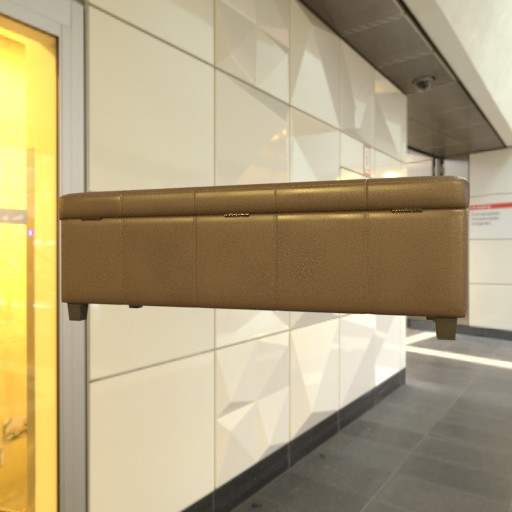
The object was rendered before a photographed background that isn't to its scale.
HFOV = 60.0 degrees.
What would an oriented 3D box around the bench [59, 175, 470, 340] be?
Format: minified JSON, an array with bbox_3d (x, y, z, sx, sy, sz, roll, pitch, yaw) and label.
[{"bbox_3d":[0.000,0.000,1.447,1.219,0.417,0.450,0,0,17],"label":"bench"}]
